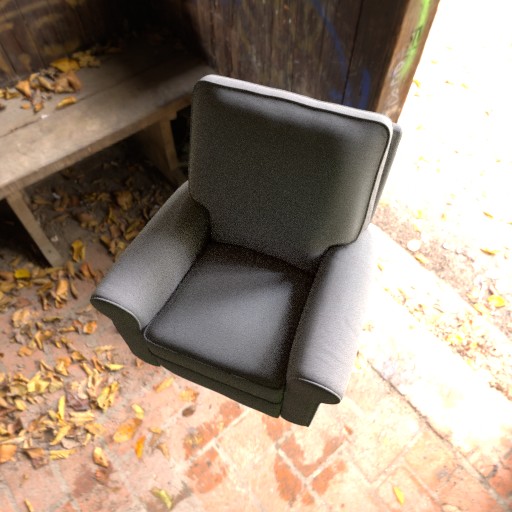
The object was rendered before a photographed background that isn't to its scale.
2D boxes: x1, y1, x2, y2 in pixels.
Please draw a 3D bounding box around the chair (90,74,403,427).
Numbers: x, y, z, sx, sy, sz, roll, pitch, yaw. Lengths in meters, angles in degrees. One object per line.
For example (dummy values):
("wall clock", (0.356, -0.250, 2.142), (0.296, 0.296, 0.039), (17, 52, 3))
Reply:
("chair", (0.000, 0.000, 1.647), (0.890, 0.960, 0.878), (19, 59, 12))
